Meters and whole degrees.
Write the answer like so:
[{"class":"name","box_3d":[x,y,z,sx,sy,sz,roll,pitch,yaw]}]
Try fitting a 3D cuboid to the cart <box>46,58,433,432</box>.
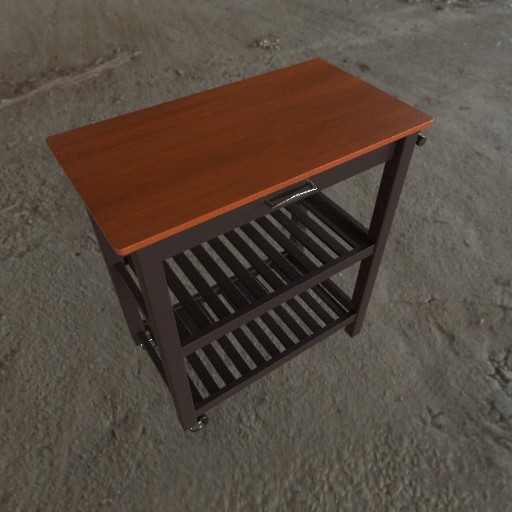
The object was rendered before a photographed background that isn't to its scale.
[{"class":"cart","box_3d":[0.000,0.000,1.420,0.899,0.927,0.457,-26,51,-23]}]
